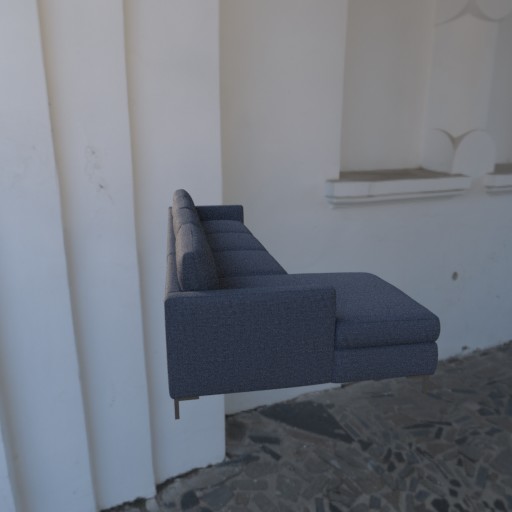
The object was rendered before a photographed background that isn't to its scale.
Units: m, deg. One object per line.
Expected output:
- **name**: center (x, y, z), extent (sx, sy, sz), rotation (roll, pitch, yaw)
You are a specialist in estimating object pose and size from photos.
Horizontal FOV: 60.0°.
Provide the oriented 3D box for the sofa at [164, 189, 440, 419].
- **sofa**: center (0.000, 0.000, 2.872), extent (1.125, 0.673, 2.445), rotation (-3, 15, -10)
